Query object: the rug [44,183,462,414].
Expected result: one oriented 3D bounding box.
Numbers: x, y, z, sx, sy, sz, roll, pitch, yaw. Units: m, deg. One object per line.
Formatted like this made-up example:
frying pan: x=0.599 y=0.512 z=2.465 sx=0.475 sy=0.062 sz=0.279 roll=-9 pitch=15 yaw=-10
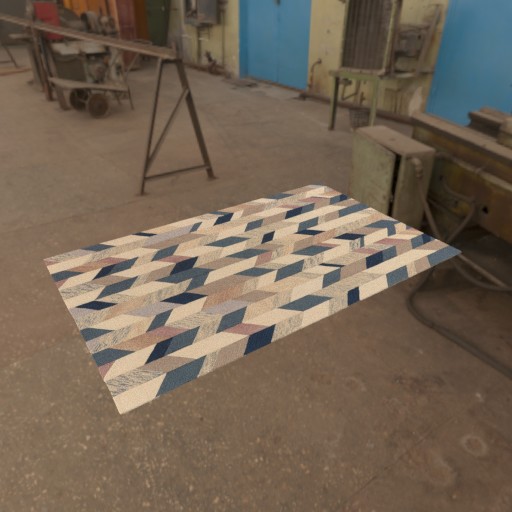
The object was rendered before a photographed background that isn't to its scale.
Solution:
rug: x=0.000 y=0.000 z=3.015 sx=2.423 sy=0.008 sz=1.513 roll=-19 pitch=37 yaw=-28
